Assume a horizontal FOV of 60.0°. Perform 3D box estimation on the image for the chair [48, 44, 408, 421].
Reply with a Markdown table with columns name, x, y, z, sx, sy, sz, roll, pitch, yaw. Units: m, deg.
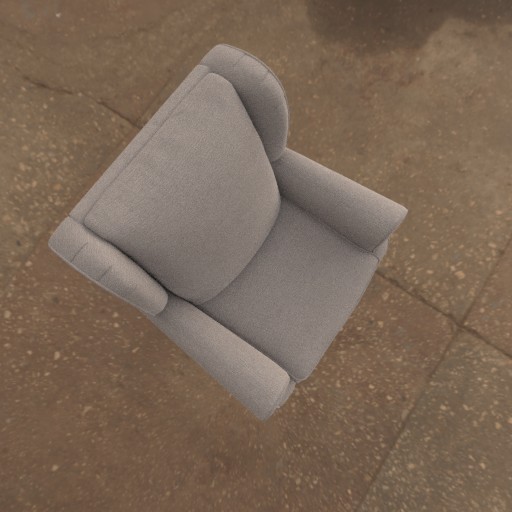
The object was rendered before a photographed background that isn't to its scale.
| name | x | y | z | sx | sy | sz | roll | pitch | yaw |
| --- | --- | --- | --- | --- | --- | --- | --- | --- | --- |
| chair | 0.000 | 0.000 | 1.645 | 0.854 | 0.966 | 0.906 | 35 | 79 | 8 |
